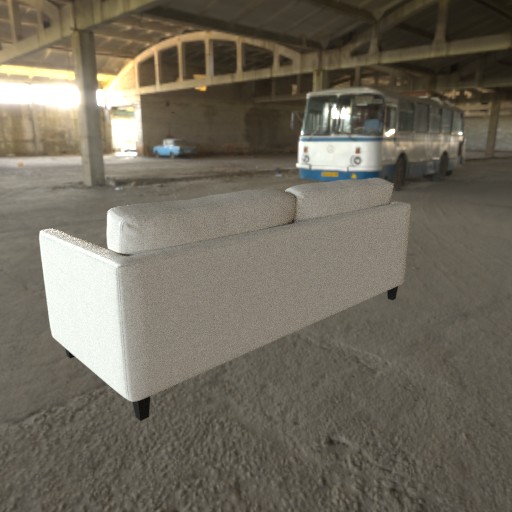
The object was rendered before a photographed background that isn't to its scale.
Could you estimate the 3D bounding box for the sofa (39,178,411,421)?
[{"bbox_3d":[0.000,0.000,2.957,2.434,0.965,0.948,-14,21,-42],"label":"sofa"}]
